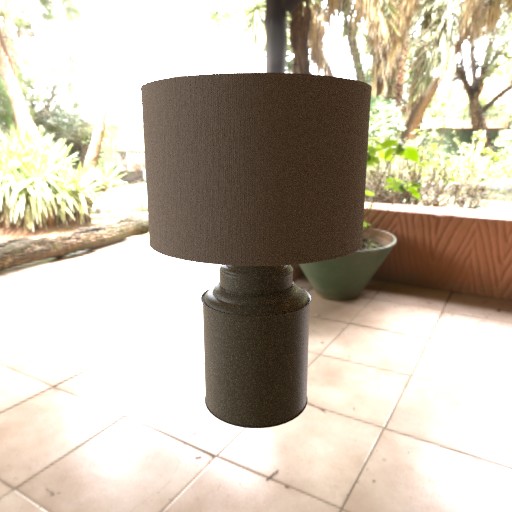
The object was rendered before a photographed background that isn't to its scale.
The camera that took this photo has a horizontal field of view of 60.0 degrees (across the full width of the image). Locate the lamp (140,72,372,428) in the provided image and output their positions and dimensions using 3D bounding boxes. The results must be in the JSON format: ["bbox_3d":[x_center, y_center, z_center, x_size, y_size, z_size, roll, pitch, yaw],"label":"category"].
[{"bbox_3d":[0.000,0.000,0.684,0.318,0.486,0.318,0,14,0],"label":"lamp"}]
